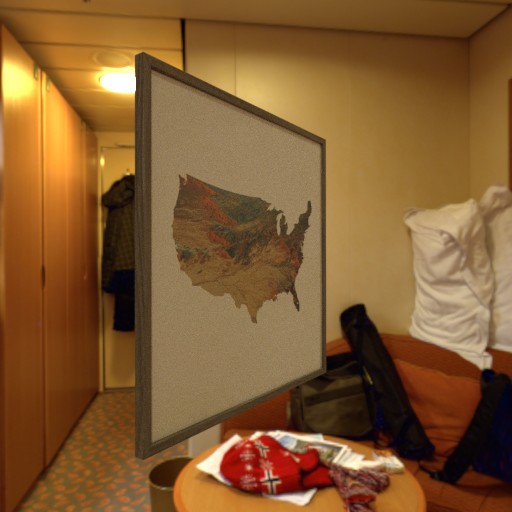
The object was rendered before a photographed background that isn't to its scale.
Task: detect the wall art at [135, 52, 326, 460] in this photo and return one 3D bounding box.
[{"bbox_3d":[0.000,0.000,0.763,0.016,0.507,0.508,0,0,35],"label":"wall art"}]
